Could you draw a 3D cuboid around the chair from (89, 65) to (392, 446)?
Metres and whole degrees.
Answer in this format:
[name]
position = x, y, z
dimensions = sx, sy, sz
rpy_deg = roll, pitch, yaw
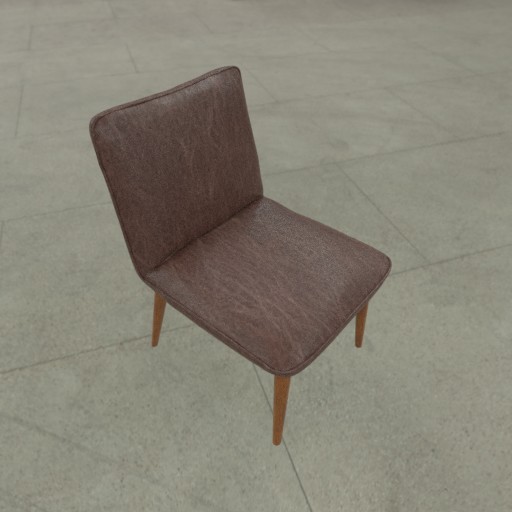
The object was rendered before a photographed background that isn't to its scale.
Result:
[chair]
position = 0.000, 0.000, 1.228
dimensions = 0.645, 0.803, 0.543
rpy_deg = 26, 47, 26
